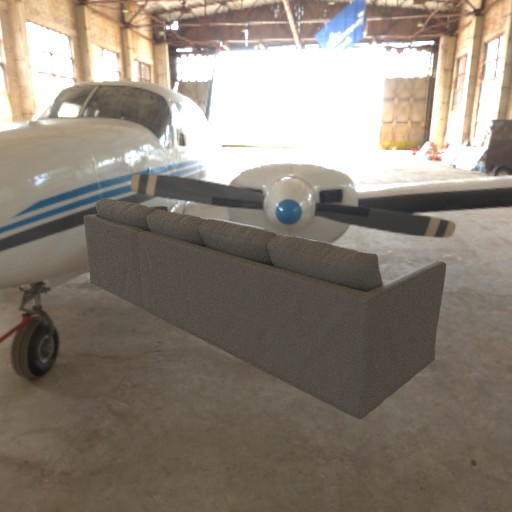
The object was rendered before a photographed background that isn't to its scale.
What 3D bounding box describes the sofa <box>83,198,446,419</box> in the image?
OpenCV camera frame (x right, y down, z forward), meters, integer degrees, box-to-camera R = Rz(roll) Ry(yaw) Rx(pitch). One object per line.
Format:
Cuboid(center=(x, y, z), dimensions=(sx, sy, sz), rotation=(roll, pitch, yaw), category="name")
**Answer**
Cuboid(center=(0.000, 0.000, 3.853), dimensions=(3.177, 0.867, 1.622), rotation=(15, 22, 43), category="sofa")
